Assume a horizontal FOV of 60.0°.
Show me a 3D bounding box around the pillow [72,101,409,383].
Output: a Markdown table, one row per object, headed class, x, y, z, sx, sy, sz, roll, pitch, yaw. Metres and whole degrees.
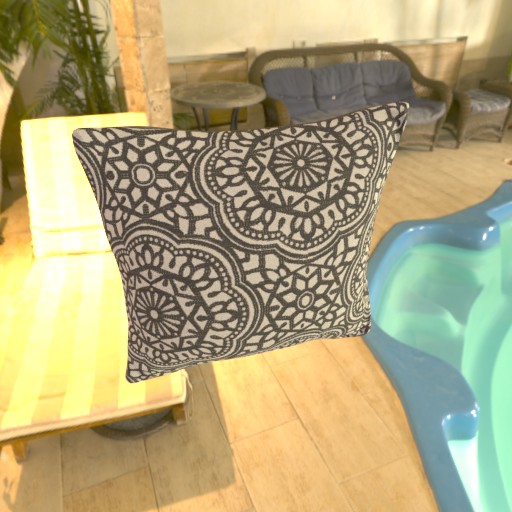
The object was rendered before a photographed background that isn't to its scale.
| class | x | y | z | sx | sy | sz | roll | pitch | yaw |
| --- | --- | --- | --- | --- | --- | --- | --- | --- | --- |
| pillow | 0.000 | 0.000 | 0.656 | 0.436 | 0.417 | 0.148 | -9 | 34 | -14 |
